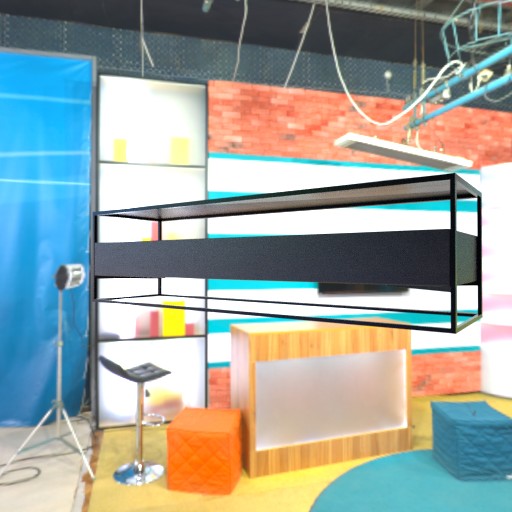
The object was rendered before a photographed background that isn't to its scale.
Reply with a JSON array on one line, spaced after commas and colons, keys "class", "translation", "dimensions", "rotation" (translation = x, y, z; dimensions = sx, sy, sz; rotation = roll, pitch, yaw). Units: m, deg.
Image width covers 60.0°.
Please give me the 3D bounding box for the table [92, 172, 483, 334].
[{"class": "table", "translation": [0.000, 0.000, 1.680], "dimensions": [1.486, 0.395, 0.399], "rotation": [0, -1, 36]}]
